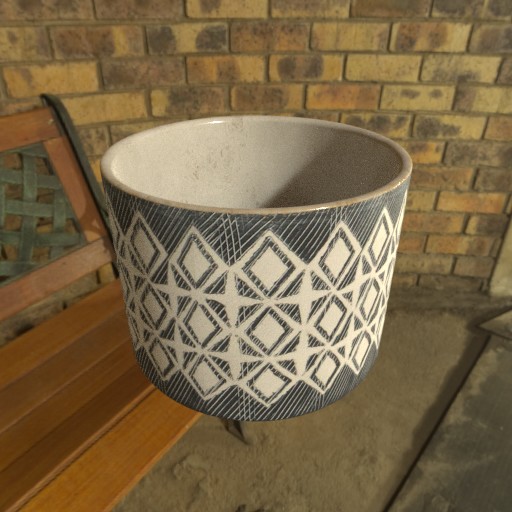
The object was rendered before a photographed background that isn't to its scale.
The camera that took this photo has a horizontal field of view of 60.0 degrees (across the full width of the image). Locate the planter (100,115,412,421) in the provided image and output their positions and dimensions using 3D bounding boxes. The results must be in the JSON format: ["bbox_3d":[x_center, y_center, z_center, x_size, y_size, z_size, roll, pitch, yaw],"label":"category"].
[{"bbox_3d":[0.000,0.000,0.213,0.126,0.104,0.126,0,30,0],"label":"planter"}]
